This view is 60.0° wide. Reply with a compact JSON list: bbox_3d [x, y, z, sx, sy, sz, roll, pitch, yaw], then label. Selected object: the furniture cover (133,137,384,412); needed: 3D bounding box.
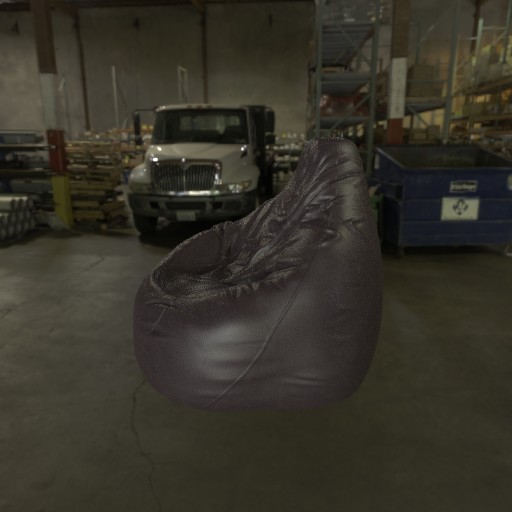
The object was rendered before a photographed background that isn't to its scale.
[{"bbox_3d":[0.000,0.000,1.910,1.070,0.990,1.070,-2,15,-8],"label":"furniture cover"}]
